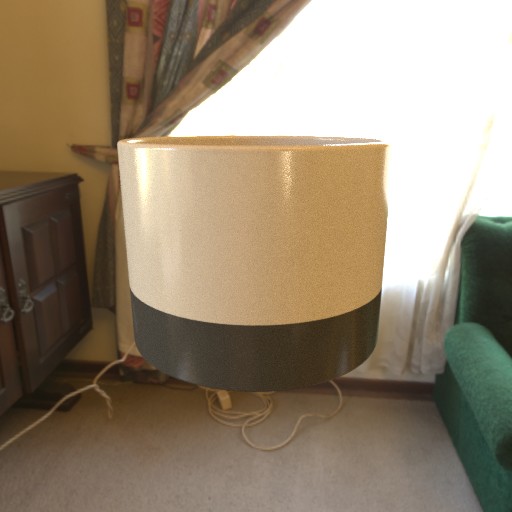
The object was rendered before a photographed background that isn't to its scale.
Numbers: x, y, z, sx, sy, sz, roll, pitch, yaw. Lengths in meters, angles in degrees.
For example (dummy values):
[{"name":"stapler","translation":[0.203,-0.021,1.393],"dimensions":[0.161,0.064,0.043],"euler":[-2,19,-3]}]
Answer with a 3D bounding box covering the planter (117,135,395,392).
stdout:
[{"name":"planter","translation":[0.000,0.000,0.347],"dimensions":[0.193,0.177,0.193],"euler":[0,17,0]}]
